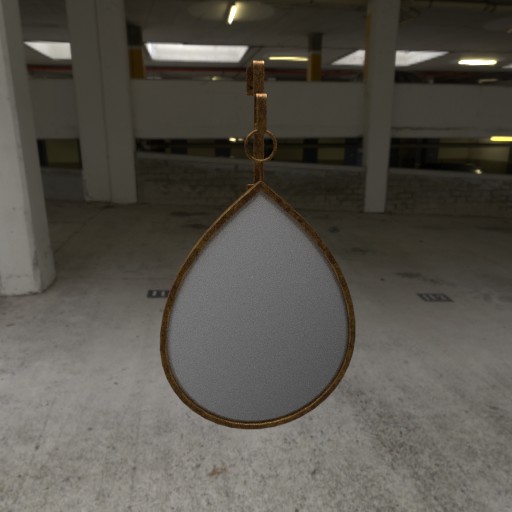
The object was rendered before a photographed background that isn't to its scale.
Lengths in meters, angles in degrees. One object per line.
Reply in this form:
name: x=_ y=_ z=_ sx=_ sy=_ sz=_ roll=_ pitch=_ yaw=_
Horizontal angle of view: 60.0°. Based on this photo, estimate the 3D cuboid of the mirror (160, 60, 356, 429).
mirror: x=0.000 y=0.000 z=0.925 sx=0.405 sy=0.744 sz=0.144 roll=-2 pitch=16 yaw=-8
